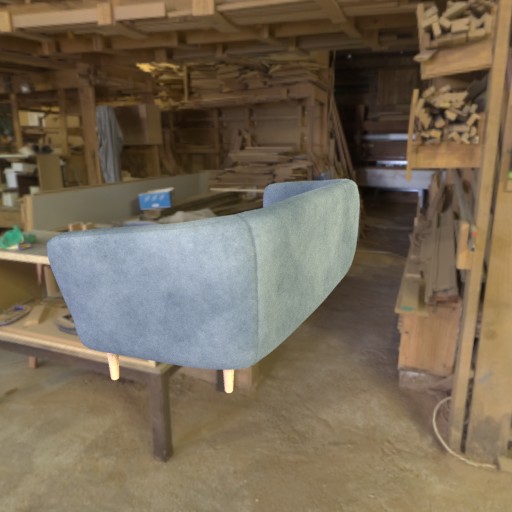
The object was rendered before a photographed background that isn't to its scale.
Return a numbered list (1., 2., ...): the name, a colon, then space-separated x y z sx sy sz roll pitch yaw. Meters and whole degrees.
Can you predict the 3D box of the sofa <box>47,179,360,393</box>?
1. sofa: 0.000 0.000 2.524 0.849 0.795 2.095 7 17 24
